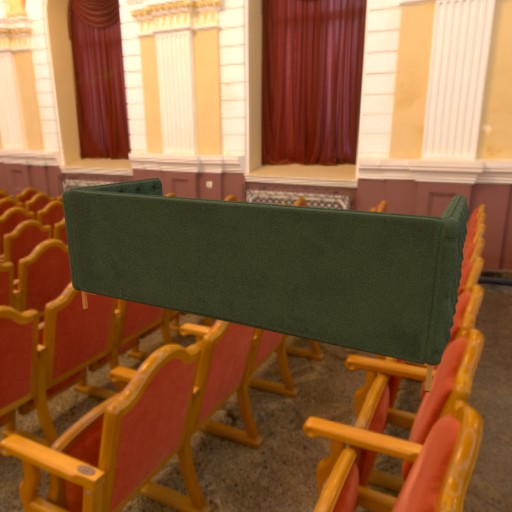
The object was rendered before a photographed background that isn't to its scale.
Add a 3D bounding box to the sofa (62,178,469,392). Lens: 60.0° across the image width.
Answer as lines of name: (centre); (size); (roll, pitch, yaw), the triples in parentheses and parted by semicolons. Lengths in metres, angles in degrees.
sofa: (0.000, 0.000, 2.628); (2.209, 0.771, 0.895); (8, 17, 26)
